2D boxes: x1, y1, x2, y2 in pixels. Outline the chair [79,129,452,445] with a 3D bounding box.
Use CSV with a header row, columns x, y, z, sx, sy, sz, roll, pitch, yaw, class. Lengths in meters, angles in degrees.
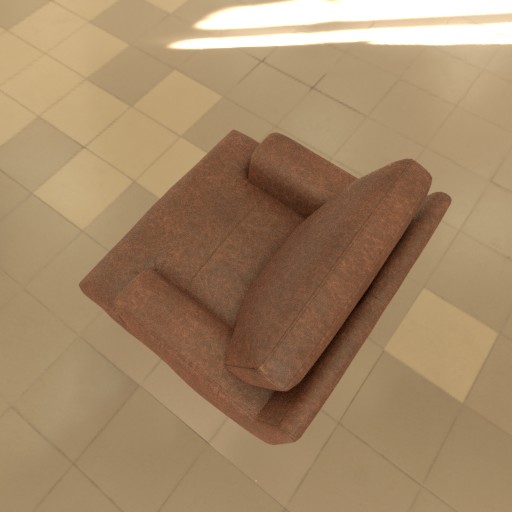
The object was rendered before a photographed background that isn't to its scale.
x,y,z,sx,sy,sz,roll,pitch,yaw,class
0.000,0.000,1.946,1.143,0.939,1.168,33,68,16,chair
